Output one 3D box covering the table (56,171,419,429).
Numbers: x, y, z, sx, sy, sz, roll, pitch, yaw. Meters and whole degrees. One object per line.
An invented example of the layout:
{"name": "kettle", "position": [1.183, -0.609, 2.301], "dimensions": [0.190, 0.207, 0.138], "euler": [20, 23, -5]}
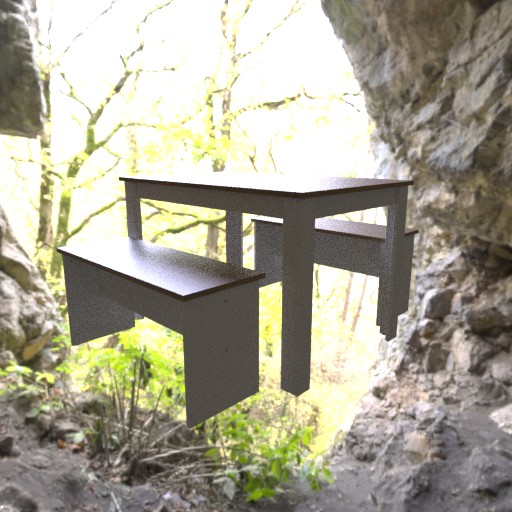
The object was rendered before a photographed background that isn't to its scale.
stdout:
{"name": "table", "position": [0.000, 0.000, 2.030], "dimensions": [1.100, 0.700, 1.443], "euler": [13, 19, 43]}
